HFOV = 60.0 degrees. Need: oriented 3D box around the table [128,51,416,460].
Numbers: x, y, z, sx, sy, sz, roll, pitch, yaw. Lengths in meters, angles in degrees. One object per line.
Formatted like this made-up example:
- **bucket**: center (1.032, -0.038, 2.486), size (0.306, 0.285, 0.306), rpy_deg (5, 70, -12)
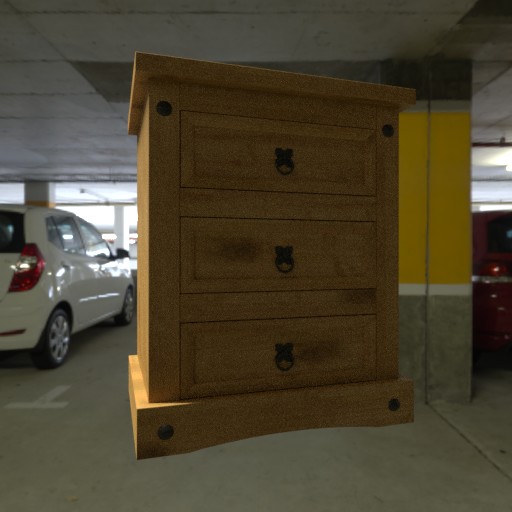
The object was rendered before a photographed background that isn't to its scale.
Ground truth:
- **table**: center (0.000, 0.000, 1.215), size (0.660, 0.813, 0.500), rpy_deg (0, 0, -18)
